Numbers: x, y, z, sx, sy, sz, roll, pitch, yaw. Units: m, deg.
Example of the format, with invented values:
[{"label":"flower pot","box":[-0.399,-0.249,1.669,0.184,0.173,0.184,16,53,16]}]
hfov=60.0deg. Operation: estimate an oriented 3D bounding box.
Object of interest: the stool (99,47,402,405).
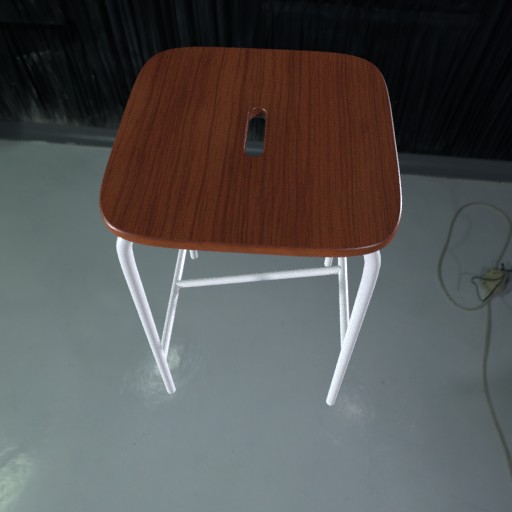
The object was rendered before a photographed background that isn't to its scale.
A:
[{"label":"stool","box":[0.000,0.000,0.831,0.376,0.610,0.376,3,58,2]}]
